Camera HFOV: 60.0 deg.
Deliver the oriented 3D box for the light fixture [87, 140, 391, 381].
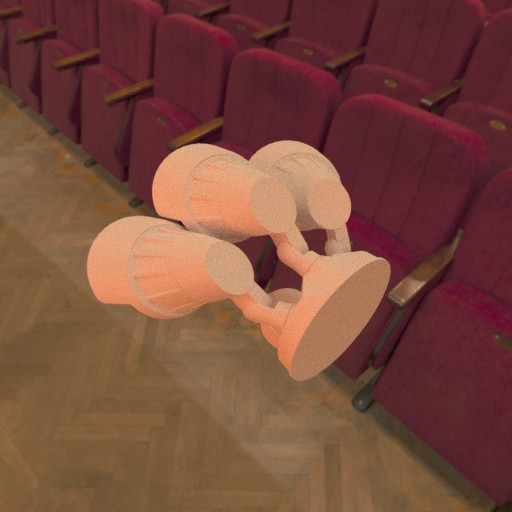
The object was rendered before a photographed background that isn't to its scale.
[{"bbox_3d":[0.000,0.000,0.550,0.369,0.237,0.278,-33,54,-28],"label":"light fixture"}]
